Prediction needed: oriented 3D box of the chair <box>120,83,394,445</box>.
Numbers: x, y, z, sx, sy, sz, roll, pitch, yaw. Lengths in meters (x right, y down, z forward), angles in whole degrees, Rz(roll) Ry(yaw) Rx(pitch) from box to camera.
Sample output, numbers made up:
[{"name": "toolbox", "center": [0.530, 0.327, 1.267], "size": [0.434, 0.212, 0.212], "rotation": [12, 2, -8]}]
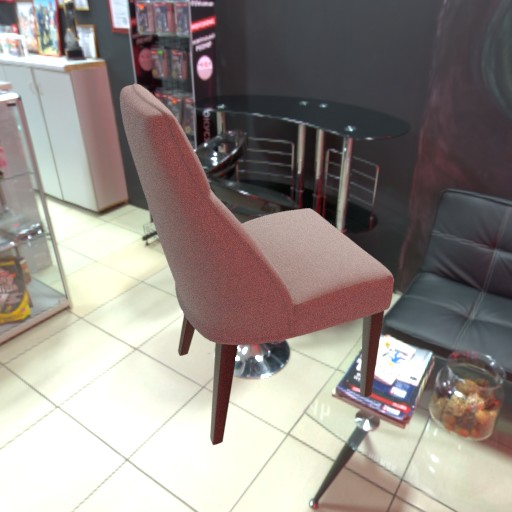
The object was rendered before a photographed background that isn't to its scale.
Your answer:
[{"name": "chair", "center": [0.000, 0.000, 1.274], "size": [0.620, 0.930, 0.500], "rotation": [-11, 32, -19]}]
